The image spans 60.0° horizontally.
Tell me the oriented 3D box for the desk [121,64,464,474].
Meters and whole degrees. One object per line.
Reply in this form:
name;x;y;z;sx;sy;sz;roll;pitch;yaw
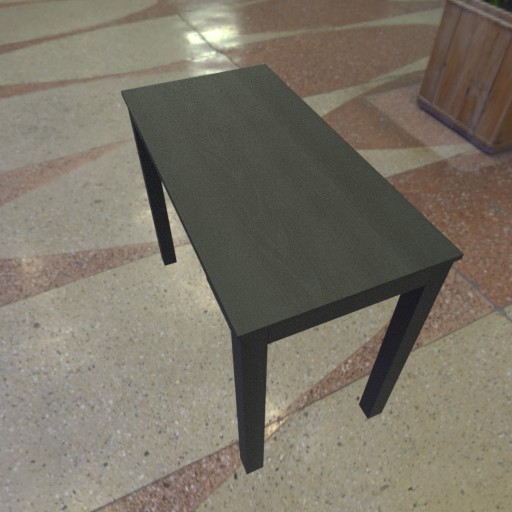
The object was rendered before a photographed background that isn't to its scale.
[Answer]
desk;0.000;0.000;1.427;0.499;0.762;0.991;-17;49;-16
